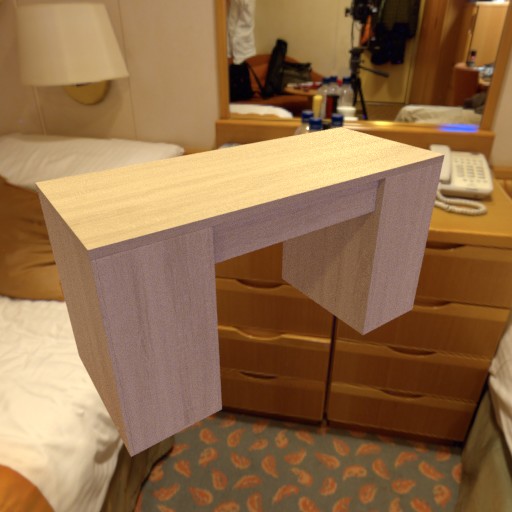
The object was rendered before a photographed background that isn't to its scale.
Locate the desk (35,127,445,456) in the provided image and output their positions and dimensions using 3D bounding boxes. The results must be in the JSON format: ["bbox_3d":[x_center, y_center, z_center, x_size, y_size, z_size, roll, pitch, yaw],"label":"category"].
[{"bbox_3d":[0.000,0.000,1.781,1.390,0.740,0.600,-19,34,-30],"label":"desk"}]
